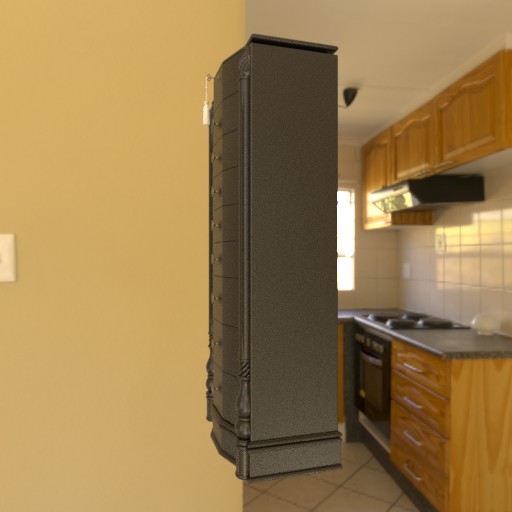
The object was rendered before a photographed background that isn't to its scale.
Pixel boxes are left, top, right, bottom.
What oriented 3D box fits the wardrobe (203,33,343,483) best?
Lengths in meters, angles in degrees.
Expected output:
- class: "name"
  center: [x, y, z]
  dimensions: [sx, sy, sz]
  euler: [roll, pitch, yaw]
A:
- class: "wardrobe"
  center: [0.000, 0.000, 1.220]
  dimensions: [0.295, 1.011, 0.444]
  euler: [0, 0, -17]
